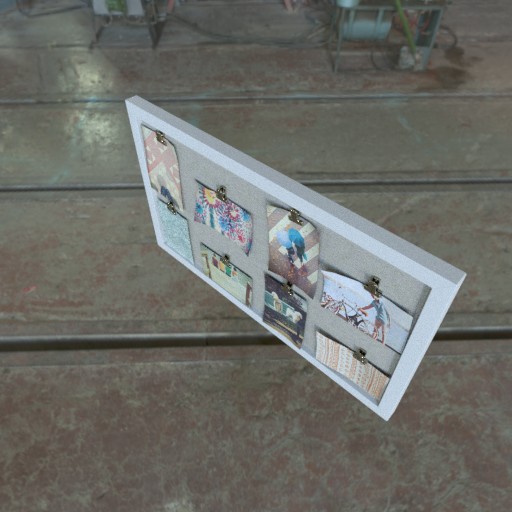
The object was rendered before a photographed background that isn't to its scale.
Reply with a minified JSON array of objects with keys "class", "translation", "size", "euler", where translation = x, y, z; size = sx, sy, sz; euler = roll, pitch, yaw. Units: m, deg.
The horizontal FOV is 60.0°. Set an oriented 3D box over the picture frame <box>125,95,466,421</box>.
[{"class":"picture frame","translation":[0.000,0.000,0.803],"size":[0.647,0.379,0.044],"euler":[34,55,28]}]
